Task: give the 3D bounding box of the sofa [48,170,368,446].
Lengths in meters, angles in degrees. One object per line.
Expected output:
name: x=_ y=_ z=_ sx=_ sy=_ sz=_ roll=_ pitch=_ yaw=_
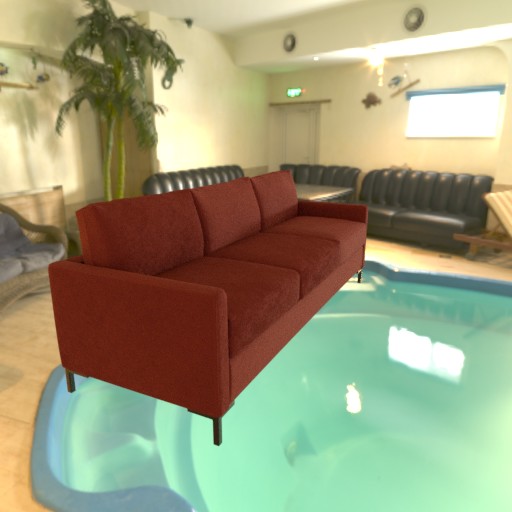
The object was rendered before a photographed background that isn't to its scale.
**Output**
sofa: x=0.000 y=0.000 z=2.687 sx=0.875 sy=0.879 sz=2.252 roll=8 pitch=17 yaw=26
